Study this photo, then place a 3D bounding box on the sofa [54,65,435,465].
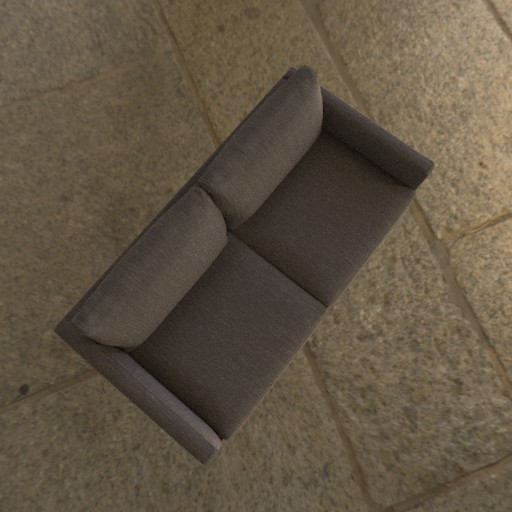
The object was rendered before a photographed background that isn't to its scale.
[{"bbox_3d":[0.000,0.000,2.145,0.875,0.840,1.682,38,79,9],"label":"sofa"}]
